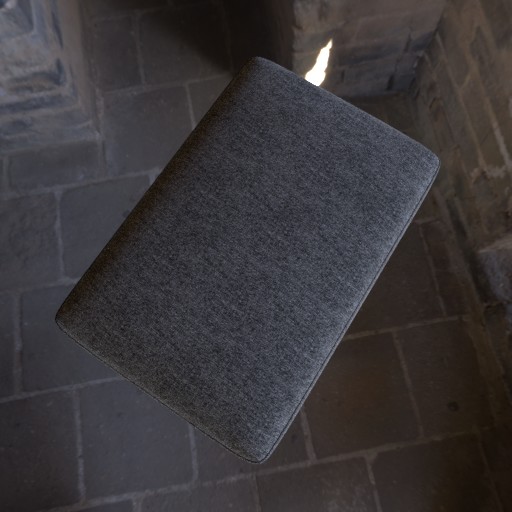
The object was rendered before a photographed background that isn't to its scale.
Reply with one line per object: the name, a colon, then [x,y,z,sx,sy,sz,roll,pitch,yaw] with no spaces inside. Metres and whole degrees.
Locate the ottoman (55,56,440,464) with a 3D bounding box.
ottoman: [0.000,0.000,1.207,0.584,0.483,0.864,32,78,8]
